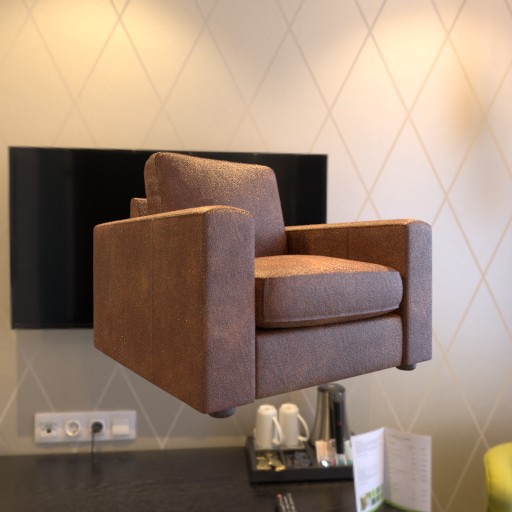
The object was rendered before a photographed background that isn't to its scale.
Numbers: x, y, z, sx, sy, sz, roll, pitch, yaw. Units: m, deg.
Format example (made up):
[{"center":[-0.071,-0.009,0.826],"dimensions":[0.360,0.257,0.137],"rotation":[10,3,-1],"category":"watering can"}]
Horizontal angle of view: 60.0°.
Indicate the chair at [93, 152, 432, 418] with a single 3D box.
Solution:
[{"center":[0.000,0.000,1.781],"dimensions":[1.005,0.873,1.016],"rotation":[0,1,-36],"category":"chair"}]
